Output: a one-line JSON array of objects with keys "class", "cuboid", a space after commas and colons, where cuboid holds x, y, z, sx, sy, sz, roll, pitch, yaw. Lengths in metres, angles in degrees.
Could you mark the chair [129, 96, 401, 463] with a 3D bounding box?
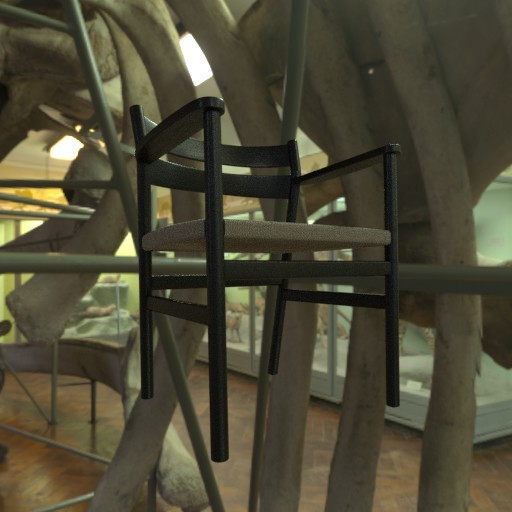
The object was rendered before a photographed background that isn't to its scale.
[{"class": "chair", "cuboid": [0.000, 0.000, 1.174, 0.630, 0.775, 0.508, 1, -1, -37]}]
